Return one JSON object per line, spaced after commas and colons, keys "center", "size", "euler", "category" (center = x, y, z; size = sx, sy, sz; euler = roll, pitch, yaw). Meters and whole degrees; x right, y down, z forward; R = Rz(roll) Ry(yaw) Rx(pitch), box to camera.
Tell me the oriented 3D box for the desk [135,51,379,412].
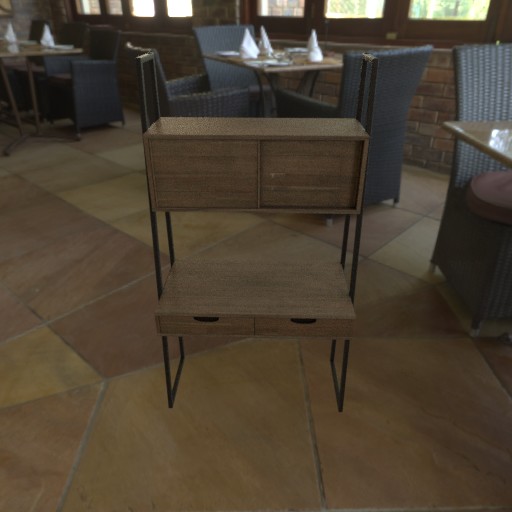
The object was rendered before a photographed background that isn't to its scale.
{"center": [0.000, 0.000, 2.202], "size": [0.982, 1.809, 0.515], "euler": [1, 29, 1], "category": "desk"}
